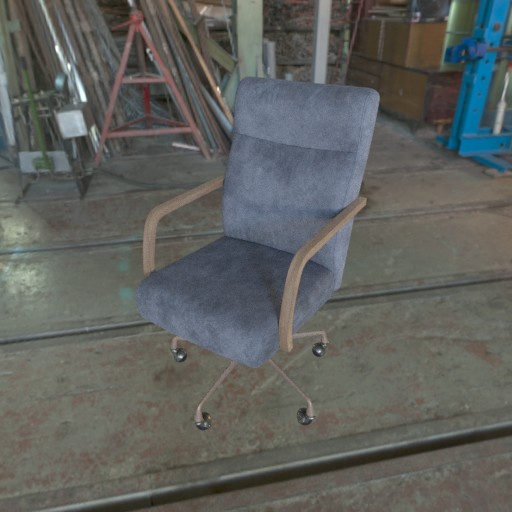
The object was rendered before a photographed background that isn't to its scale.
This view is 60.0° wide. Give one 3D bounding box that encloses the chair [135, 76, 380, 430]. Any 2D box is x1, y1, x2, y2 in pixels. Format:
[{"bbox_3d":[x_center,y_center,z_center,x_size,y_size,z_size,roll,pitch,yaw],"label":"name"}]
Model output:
[{"bbox_3d":[0.000,0.000,1.493,0.640,1.029,0.741,18,35,28],"label":"chair"}]
